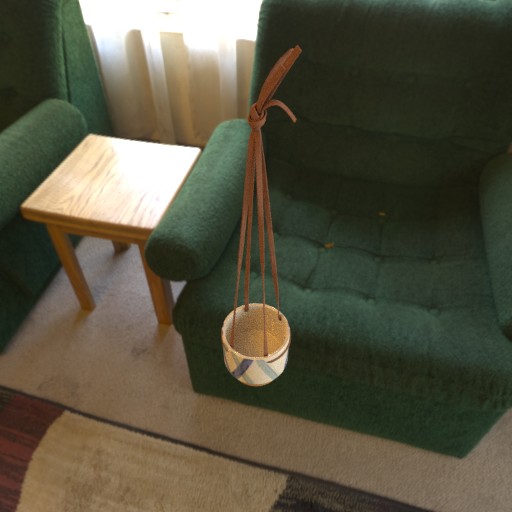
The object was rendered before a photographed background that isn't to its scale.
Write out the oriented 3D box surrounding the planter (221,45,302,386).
[{"bbox_3d":[0.000,0.000,0.818,0.157,0.753,0.153,-2,46,-2],"label":"planter"}]
